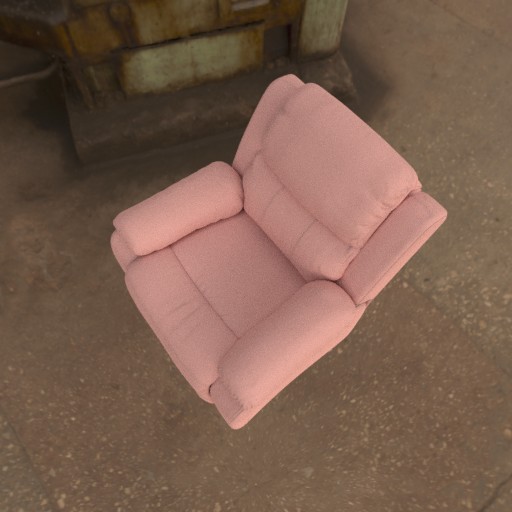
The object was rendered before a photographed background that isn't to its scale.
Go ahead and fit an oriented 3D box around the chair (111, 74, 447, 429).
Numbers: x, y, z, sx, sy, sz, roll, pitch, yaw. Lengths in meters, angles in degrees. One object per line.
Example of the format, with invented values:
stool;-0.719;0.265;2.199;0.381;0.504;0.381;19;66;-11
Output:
chair;0.000;0.000;1.284;0.709;0.702;0.680;-34;68;-16
